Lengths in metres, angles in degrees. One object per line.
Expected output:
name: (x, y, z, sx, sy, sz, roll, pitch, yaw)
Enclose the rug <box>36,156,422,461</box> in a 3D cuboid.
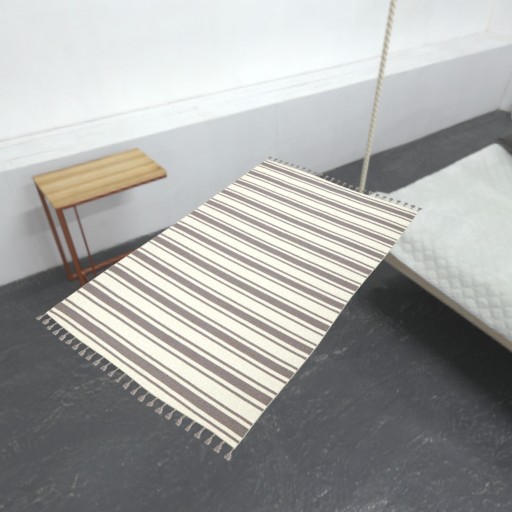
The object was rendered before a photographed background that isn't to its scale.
rug: (0.000, 0.000, 2.581, 1.229, 0.011, 2.096, 25, 47, 26)
